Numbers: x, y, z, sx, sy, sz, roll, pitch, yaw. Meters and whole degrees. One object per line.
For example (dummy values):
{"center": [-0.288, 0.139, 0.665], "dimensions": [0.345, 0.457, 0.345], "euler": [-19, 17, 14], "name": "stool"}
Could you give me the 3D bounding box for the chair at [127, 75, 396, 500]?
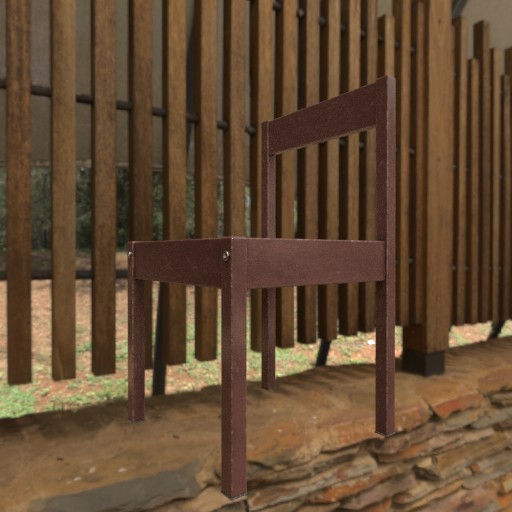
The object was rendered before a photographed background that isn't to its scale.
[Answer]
{"center": [0.000, 0.000, 0.655], "dimensions": [0.285, 0.505, 0.285], "euler": [0, 1, -38], "name": "chair"}
